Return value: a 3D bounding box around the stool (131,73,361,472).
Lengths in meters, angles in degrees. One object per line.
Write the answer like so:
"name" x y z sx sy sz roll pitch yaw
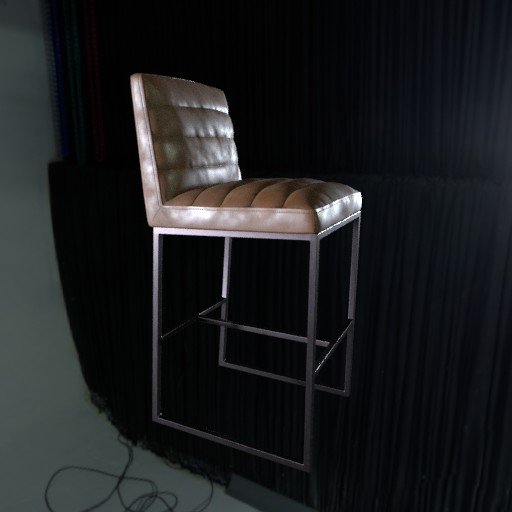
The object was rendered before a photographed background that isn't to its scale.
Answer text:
"stool" 0.000 0.000 1.388 0.562 1.065 0.463 7 15 25
